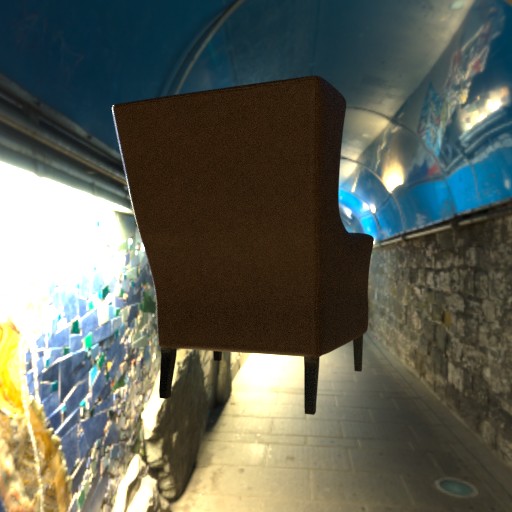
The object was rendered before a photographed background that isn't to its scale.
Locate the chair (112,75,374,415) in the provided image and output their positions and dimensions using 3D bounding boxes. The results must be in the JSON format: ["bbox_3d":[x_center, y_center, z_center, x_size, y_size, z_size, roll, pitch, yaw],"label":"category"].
[{"bbox_3d":[0.000,0.000,1.728,0.852,1.016,0.925,-1,-2,19],"label":"chair"}]
